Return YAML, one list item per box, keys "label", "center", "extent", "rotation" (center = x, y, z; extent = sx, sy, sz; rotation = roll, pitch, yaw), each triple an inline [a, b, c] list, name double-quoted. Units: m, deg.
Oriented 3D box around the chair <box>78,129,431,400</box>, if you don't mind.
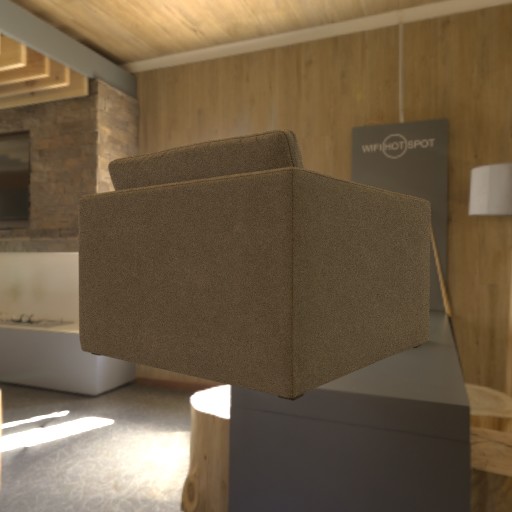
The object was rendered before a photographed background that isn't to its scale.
- label: "chair"
  center: [0.000, 0.000, 1.926]
  extent: [1.190, 0.845, 1.091]
  rotation: [0, 0, 37]
